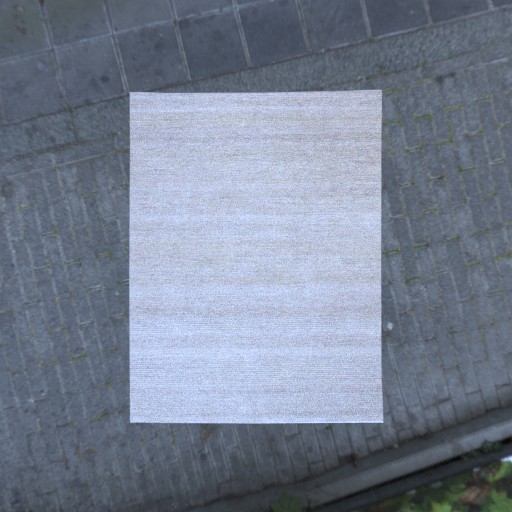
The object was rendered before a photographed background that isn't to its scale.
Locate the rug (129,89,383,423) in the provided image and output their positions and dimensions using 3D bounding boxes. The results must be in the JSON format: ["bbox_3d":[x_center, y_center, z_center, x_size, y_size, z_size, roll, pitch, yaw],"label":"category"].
[{"bbox_3d":[0.000,0.000,4.307,2.467,0.046,3.245,0,90,0],"label":"rug"}]
